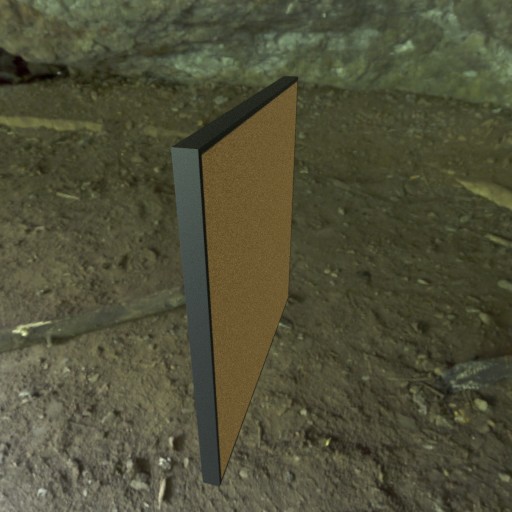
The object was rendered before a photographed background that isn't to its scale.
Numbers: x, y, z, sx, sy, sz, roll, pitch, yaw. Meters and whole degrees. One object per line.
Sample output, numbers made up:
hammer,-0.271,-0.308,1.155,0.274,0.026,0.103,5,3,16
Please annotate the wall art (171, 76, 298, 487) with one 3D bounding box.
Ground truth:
wall art,0.000,0.000,0.757,0.028,0.511,0.513,8,30,13
